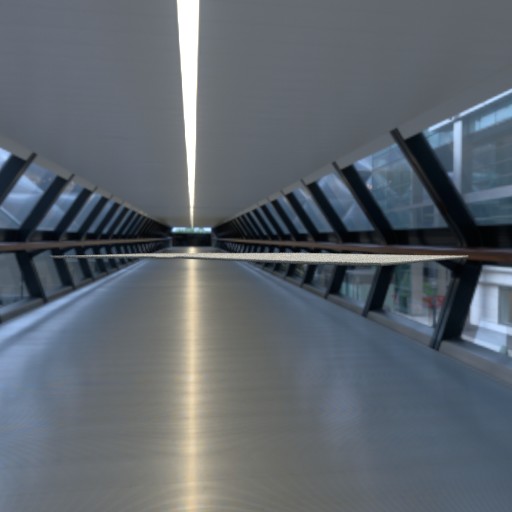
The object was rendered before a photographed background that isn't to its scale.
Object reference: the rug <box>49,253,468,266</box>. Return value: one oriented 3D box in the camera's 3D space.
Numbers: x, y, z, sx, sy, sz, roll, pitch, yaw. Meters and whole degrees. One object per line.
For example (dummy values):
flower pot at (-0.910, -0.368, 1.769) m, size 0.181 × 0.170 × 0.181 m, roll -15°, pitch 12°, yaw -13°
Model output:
rug at (0.000, 0.000, 2.990) m, size 2.338 × 0.030 × 1.616 m, roll 1°, pitch 1°, yaw 36°
